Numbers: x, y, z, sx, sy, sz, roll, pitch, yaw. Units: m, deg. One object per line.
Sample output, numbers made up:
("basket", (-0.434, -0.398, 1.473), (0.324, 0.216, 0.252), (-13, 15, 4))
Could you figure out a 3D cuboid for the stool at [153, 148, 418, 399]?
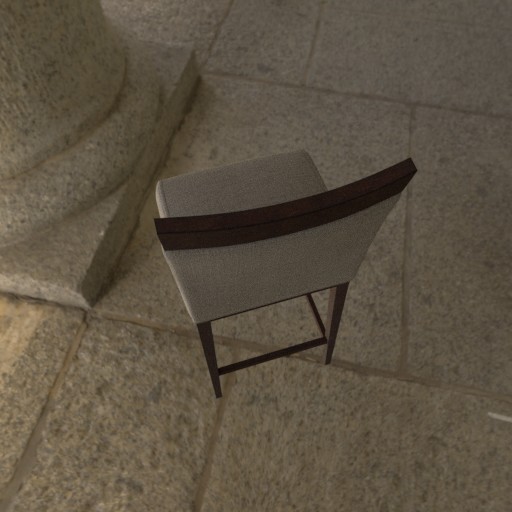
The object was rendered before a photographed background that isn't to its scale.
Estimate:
("stool", (0.000, 0.000, 1.399), (0.511, 1.117, 0.531), (-15, 59, -9))
